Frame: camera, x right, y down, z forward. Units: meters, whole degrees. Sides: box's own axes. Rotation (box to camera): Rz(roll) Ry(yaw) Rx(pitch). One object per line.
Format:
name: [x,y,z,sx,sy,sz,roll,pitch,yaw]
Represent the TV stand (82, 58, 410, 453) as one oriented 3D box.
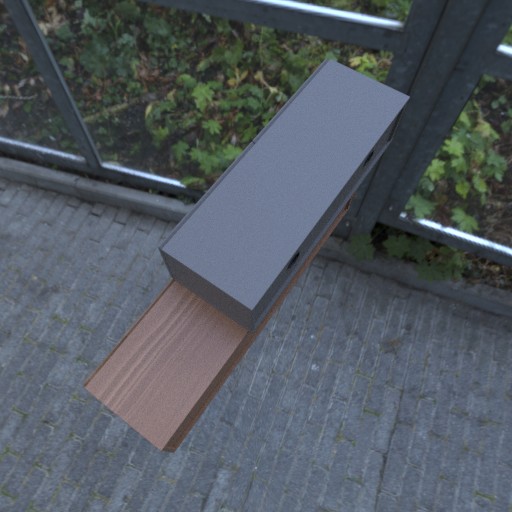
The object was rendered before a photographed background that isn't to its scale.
TV stand: [0.000,0.000,1.562,0.329,0.591,1.336,32,69,14]
